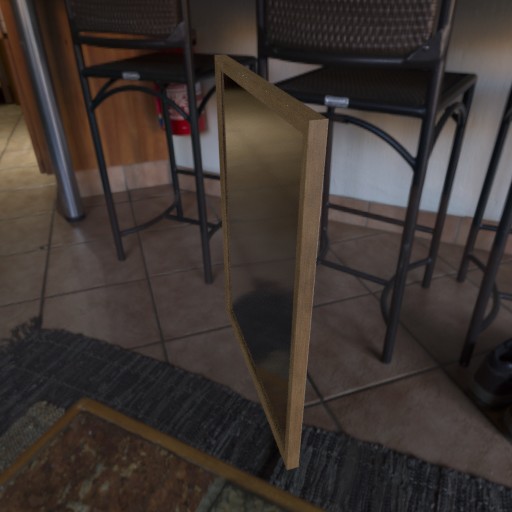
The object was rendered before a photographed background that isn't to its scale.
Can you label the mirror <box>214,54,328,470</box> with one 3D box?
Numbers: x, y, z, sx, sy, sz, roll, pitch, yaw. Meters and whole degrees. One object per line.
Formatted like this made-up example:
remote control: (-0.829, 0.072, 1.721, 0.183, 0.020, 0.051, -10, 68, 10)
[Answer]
mirror: (0.000, 0.000, 1.339, 0.040, 1.016, 0.762, -9, 34, -14)
